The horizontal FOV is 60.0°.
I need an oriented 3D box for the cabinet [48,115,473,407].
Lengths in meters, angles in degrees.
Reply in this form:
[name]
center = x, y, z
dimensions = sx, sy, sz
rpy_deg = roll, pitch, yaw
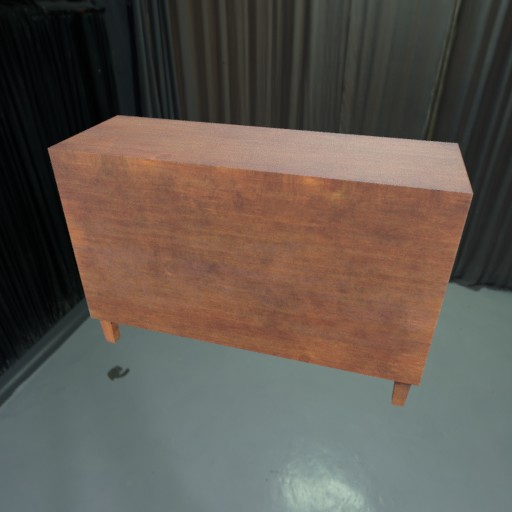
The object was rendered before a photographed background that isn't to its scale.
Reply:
[cabinet]
center = 0.000, 0.000, 1.584
dimensions = 1.204, 0.805, 0.403
rpy_deg = 9, 33, 14
